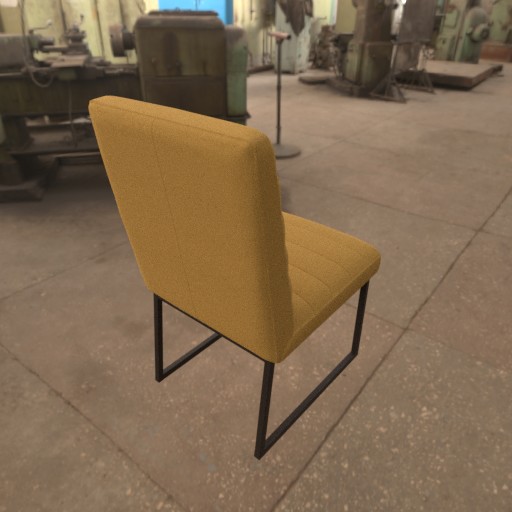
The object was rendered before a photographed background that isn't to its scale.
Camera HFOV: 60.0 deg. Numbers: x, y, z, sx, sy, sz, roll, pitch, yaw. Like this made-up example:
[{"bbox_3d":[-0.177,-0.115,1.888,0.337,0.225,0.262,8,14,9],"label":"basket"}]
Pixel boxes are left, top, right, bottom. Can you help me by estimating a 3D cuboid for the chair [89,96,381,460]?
[{"bbox_3d":[0.000,0.000,1.305,0.520,0.930,0.634,24,38,34],"label":"chair"}]
